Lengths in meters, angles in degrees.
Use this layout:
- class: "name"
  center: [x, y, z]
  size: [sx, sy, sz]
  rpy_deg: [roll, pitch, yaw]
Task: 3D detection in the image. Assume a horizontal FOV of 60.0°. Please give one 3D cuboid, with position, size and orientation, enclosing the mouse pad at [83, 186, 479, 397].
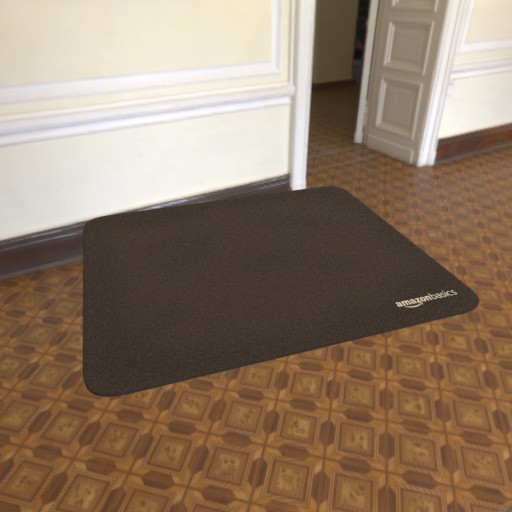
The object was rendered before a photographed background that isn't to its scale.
- class: "mouse pad"
  center: [0.000, 0.000, 0.336]
  size: [0.249, 0.002, 0.211]
  rpy_deg: [-10, 33, -15]
